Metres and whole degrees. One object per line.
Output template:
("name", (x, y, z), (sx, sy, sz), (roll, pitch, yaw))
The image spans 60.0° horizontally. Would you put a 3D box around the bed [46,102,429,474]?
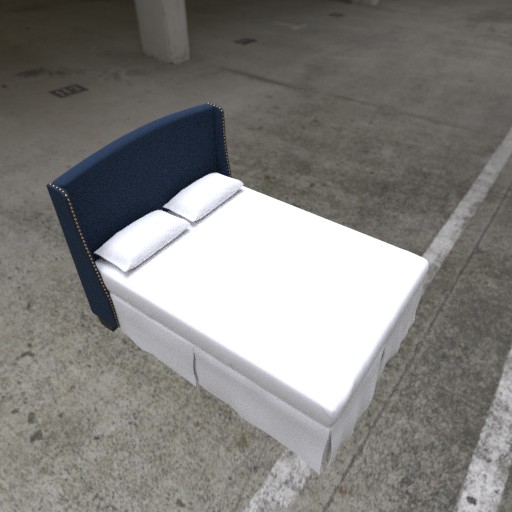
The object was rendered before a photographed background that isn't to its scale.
("bed", (0.000, 0.000, 3.239), (2.223, 1.402, 1.604), (25, 47, 26))
